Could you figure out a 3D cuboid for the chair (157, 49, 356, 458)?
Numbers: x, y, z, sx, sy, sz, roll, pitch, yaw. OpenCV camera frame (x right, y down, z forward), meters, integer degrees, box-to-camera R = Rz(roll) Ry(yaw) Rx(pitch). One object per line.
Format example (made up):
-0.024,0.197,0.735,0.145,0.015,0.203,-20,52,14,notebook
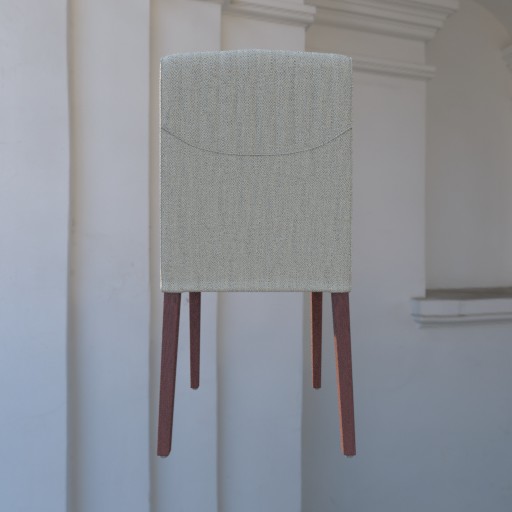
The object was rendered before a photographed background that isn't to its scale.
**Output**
0.000,0.000,1.245,0.480,0.900,0.594,0,-1,0,chair
